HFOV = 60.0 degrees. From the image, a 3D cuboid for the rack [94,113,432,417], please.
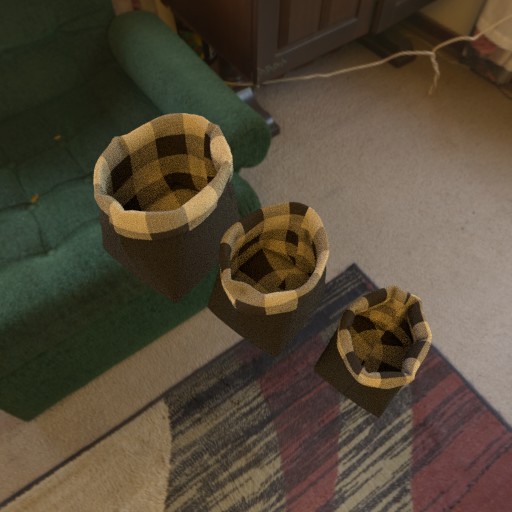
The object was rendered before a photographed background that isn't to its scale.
[{"bbox_3d":[0.000,0.000,1.091,0.889,0.329,0.370,32,63,18],"label":"rack"}]
